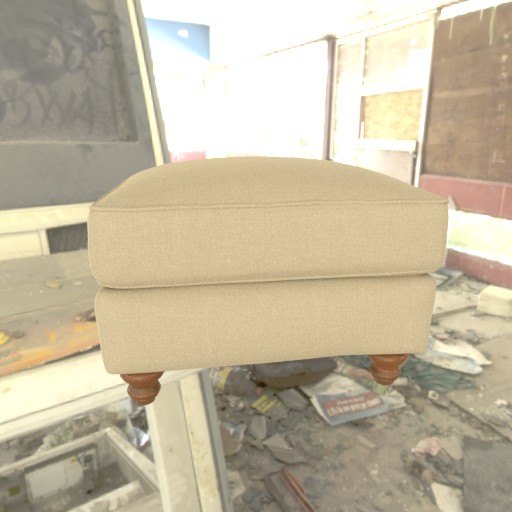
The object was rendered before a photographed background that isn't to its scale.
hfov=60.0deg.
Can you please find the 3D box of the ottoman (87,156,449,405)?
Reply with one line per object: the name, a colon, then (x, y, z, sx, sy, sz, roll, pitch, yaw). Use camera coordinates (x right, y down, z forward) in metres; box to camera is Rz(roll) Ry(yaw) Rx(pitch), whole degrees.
ottoman: (0.000, 0.000, 1.162, 0.716, 0.505, 0.662, -2, 16, -8)
